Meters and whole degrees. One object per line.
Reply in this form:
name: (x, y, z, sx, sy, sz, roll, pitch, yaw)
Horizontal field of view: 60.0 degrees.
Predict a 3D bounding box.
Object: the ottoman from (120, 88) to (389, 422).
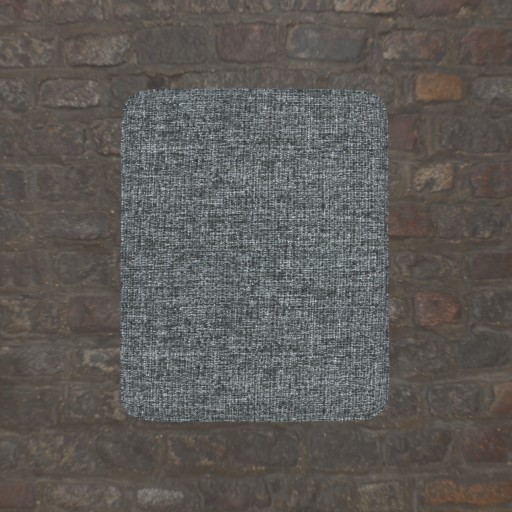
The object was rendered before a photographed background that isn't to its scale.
ottoman: (0.000, 0.000, 1.145, 0.589, 0.537, 0.738, 0, 89, 0)
